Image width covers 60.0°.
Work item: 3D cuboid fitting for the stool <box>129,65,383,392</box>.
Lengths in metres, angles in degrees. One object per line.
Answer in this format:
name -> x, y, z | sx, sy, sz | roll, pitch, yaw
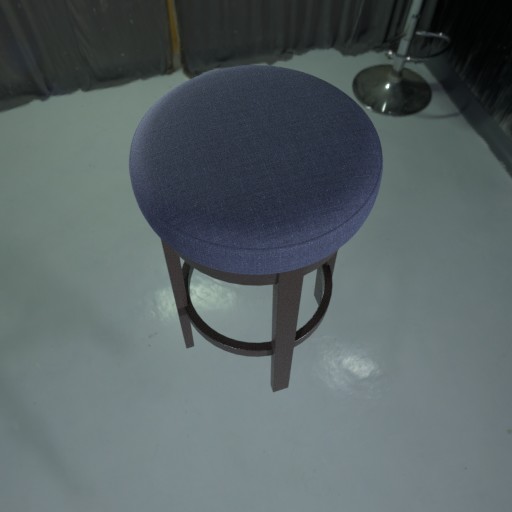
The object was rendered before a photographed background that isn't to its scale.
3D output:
stool -> 0.000, 0.000, 1.037 | 0.446, 0.758, 0.446 | 0, 58, 0
